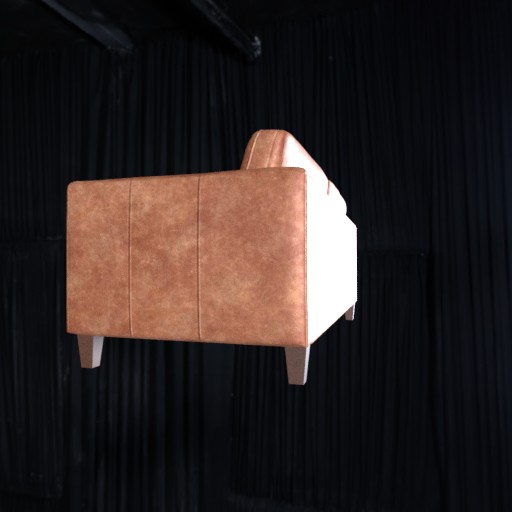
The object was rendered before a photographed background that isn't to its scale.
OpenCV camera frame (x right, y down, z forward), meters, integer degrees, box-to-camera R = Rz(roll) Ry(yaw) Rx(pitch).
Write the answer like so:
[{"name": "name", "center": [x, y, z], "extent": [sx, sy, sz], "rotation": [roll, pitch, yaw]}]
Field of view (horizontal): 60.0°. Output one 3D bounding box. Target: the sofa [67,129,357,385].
[{"name": "sofa", "center": [0.000, 0.000, 2.408], "extent": [0.923, 0.863, 1.971], "rotation": [0, -1, 17]}]
